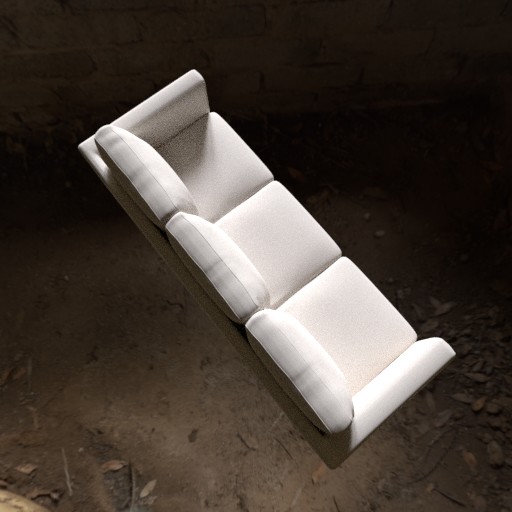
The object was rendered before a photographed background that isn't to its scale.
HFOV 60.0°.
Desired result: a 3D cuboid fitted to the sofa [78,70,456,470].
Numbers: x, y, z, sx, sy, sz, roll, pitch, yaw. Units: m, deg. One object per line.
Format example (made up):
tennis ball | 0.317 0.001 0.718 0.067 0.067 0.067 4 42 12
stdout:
sofa | 0.000 0.000 2.417 0.802 0.912 2.029 -38 77 -10
